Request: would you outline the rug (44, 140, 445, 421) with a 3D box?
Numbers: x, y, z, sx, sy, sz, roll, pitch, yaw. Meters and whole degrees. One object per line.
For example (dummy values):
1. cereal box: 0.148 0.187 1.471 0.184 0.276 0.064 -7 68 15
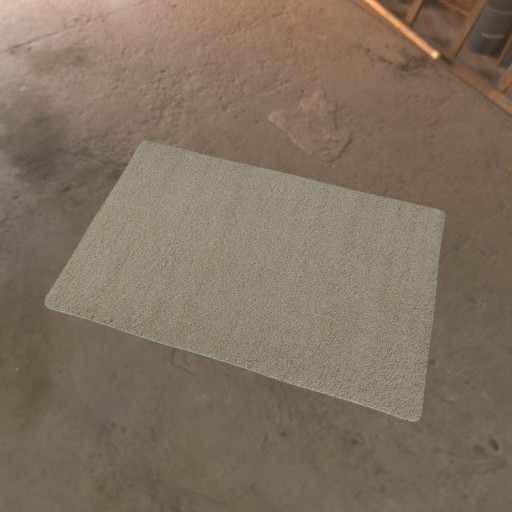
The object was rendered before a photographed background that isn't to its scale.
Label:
1. rug: 0.000 0.000 2.964 2.349 0.026 1.500 15 60 9
